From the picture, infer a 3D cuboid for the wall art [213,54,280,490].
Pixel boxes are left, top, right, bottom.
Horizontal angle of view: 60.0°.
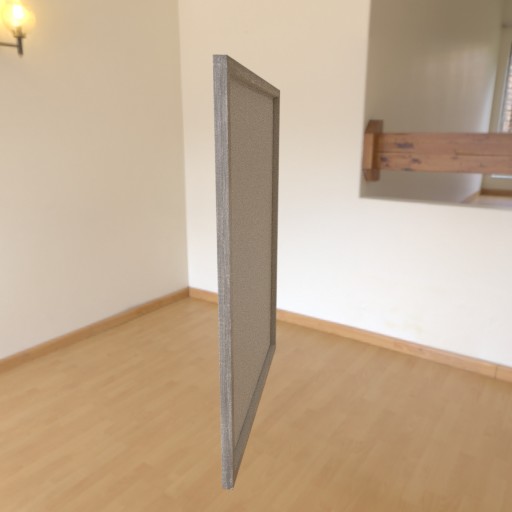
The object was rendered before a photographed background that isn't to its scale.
[{"bbox_3d":[0.000,0.000,1.362,0.035,1.022,0.781,3,16,10],"label":"wall art"}]
